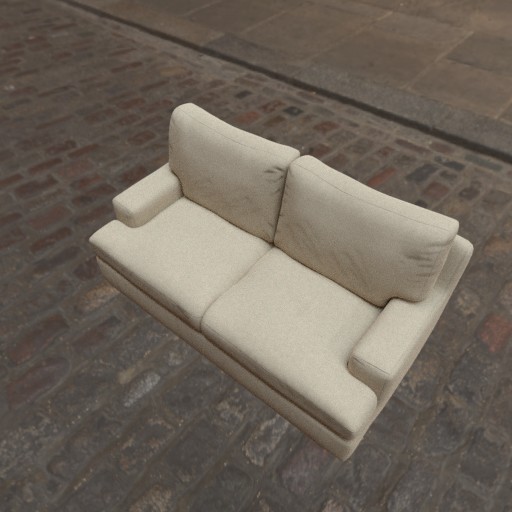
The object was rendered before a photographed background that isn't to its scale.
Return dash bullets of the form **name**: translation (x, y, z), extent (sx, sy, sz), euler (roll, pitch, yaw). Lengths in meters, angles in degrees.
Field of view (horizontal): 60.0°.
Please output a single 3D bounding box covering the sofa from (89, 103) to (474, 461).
- **sofa**: translation (0.000, 0.000, 2.423), extent (1.885, 0.967, 0.962), euler (31, 54, 25)
